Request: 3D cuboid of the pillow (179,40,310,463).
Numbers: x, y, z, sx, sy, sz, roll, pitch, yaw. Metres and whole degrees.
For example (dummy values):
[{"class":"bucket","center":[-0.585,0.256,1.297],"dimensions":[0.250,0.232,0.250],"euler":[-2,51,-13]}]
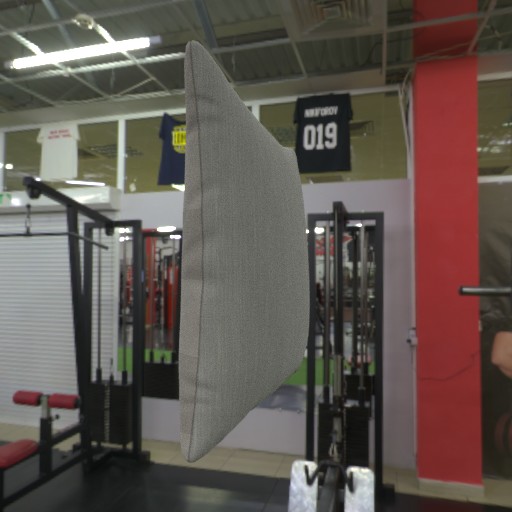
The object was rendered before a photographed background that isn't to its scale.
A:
[{"class":"pillow","center":[0.000,0.000,0.769],"dimensions":[0.161,0.509,0.511],"euler":[-1,-2,18]}]
